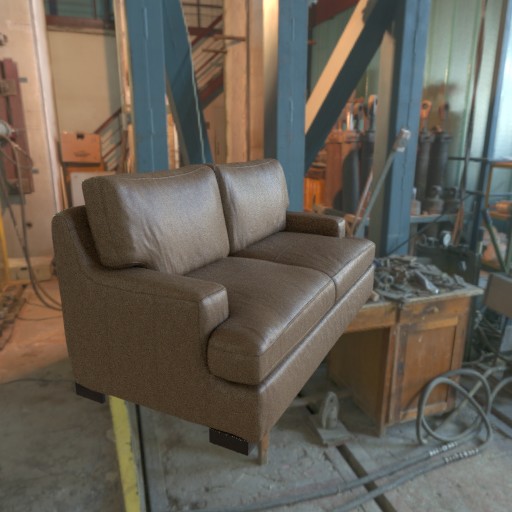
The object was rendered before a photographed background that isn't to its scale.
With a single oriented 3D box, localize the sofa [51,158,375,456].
[{"bbox_3d":[0.000,0.000,2.437,0.962,0.980,1.855,8,17,26],"label":"sofa"}]
